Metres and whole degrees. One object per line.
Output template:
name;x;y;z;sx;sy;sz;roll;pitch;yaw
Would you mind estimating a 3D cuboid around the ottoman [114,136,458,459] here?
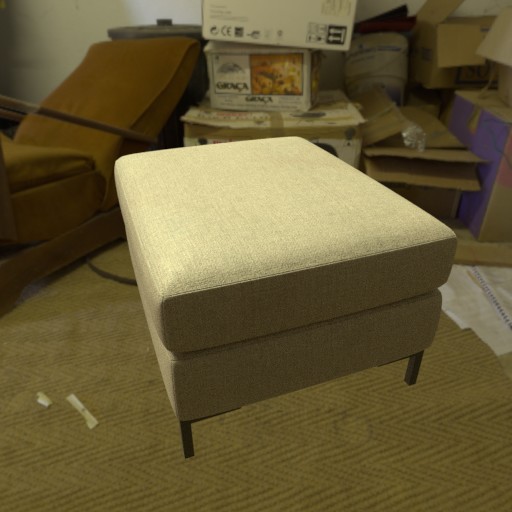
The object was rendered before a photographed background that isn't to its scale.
ottoman;0.000;0.000;1.258;0.671;0.490;0.820;-11;33;-18
